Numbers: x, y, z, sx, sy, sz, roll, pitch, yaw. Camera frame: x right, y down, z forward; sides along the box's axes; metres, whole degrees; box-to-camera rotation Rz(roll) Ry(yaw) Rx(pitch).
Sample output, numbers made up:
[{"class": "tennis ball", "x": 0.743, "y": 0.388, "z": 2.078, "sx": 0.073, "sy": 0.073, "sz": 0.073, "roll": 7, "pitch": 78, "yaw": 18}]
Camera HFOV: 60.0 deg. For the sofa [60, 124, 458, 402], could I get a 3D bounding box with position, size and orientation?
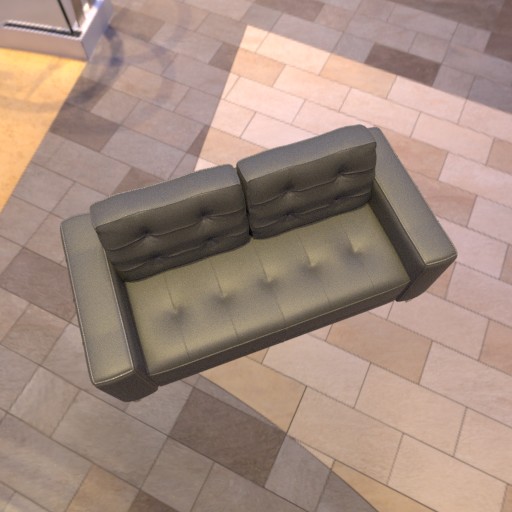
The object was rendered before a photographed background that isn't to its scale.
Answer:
[{"class": "sofa", "x": 0.000, "y": 0.000, "z": 2.224, "sx": 1.726, "sy": 0.893, "sz": 0.833, "roll": -18, "pitch": 66, "yaw": -9}]
